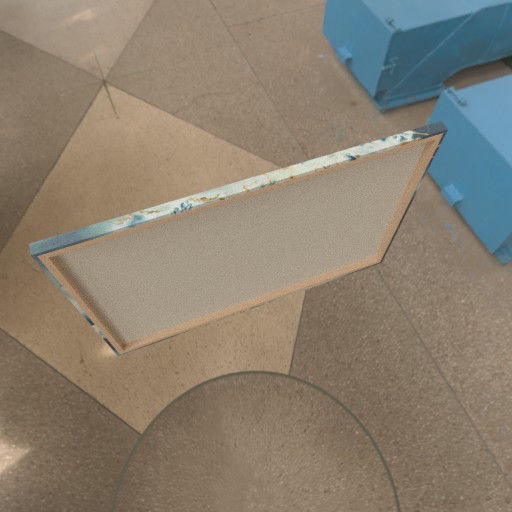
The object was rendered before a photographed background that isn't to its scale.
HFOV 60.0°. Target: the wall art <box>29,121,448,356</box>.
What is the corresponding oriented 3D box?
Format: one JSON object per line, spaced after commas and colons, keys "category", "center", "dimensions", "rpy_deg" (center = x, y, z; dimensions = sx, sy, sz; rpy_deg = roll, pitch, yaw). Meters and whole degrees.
{"category": "wall art", "center": [0.000, 0.000, 1.472], "dimensions": [1.138, 0.759, 0.035], "rpy_deg": [-18, 61, -10]}
